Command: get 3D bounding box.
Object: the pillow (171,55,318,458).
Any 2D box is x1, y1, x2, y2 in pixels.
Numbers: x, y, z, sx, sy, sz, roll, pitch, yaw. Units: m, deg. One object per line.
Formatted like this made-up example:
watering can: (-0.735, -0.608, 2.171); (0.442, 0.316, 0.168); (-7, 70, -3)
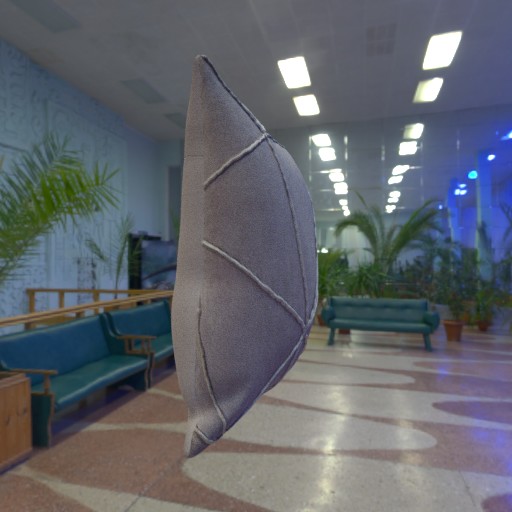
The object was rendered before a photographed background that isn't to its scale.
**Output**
pillow: (0.000, 0.000, 0.681); (0.185, 0.440, 0.439); (0, -1, 17)
